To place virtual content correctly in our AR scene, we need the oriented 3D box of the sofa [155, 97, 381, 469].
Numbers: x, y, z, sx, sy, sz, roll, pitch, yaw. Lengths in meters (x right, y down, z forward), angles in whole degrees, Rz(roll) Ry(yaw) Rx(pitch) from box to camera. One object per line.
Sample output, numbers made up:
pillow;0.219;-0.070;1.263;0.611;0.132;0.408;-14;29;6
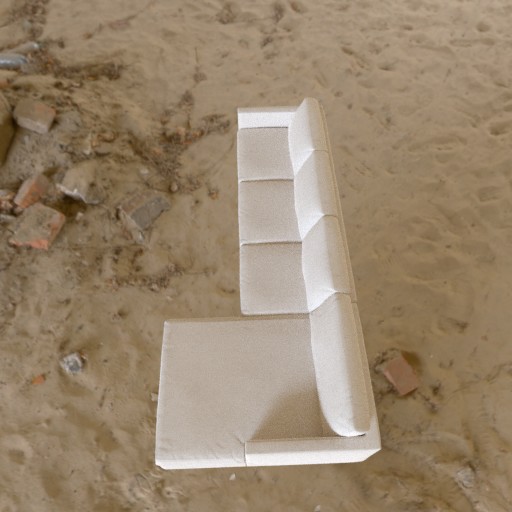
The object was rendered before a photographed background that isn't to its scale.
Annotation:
sofa;0.000;0.000;4.094;1.606;0.954;3.471;-2;58;-1
